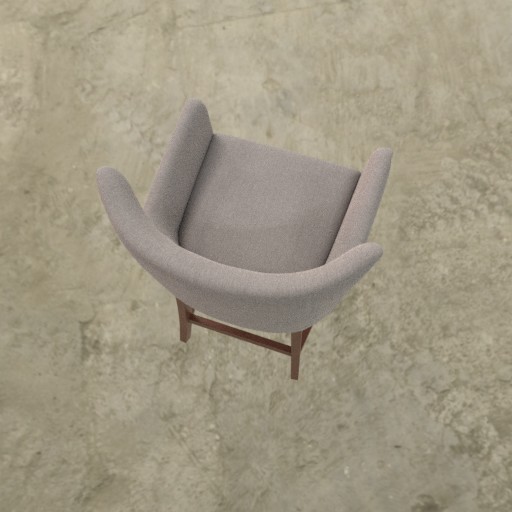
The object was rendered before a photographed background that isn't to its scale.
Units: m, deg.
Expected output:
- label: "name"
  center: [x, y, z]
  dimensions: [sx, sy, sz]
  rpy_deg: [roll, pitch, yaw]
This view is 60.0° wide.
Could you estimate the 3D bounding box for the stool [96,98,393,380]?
- label: "stool"
  center: [0.000, 0.000, 1.295]
  dimensions: [0.575, 0.951, 0.575]
  rpy_deg: [17, 66, 8]
